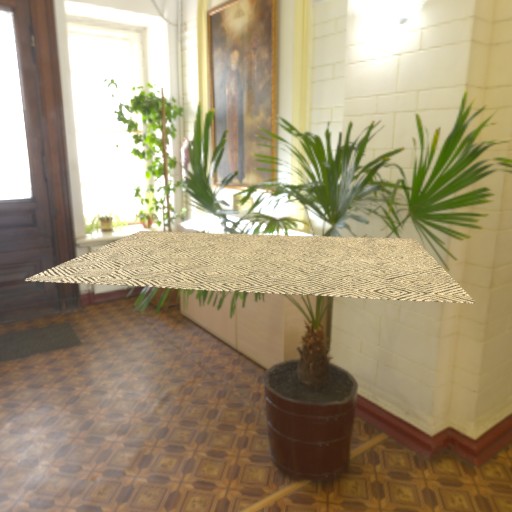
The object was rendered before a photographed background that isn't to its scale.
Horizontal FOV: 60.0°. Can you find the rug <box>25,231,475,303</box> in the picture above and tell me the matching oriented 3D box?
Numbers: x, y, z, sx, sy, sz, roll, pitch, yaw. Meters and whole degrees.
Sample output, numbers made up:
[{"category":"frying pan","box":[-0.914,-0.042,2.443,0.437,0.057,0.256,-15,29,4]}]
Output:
[{"category":"rug","box":[0.000,0.000,2.248,1.750,0.004,1.177,2,13,9]}]
